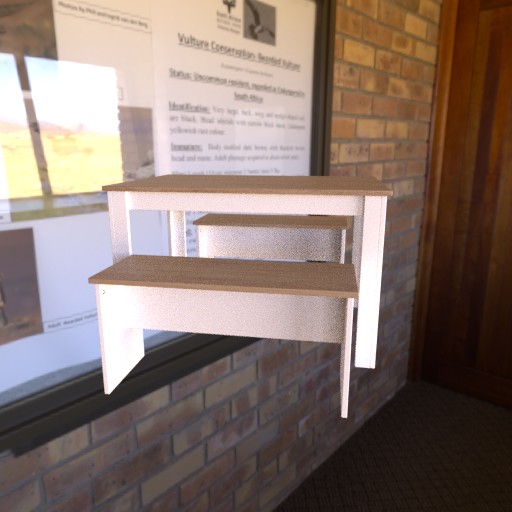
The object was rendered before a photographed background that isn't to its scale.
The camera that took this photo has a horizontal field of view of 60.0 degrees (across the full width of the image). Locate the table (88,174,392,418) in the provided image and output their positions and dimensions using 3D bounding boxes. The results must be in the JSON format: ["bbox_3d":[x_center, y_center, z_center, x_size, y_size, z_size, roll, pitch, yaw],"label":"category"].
[{"bbox_3d":[0.000,0.000,2.084,1.100,0.700,1.443,2,14,10],"label":"table"}]
